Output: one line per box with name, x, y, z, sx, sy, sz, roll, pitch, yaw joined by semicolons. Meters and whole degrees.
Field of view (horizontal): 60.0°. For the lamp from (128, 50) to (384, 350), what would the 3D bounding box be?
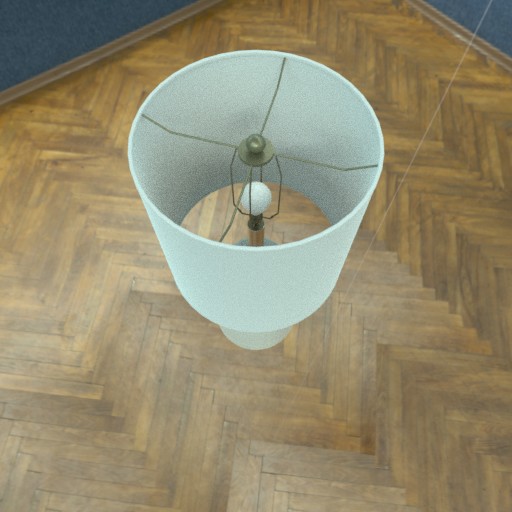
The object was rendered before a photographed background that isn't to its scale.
lamp;0.000;0.000;0.502;0.188;0.392;0.188;-33;68;-15
